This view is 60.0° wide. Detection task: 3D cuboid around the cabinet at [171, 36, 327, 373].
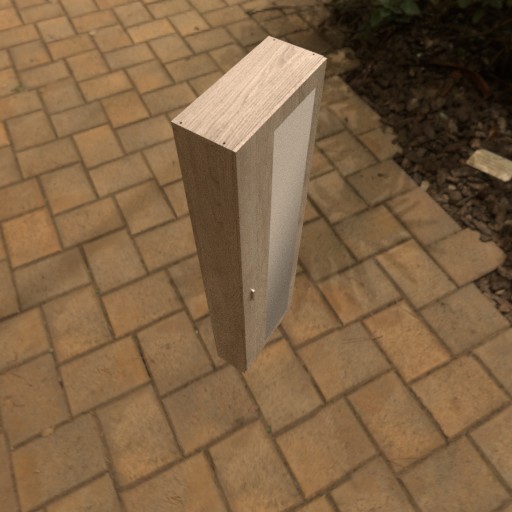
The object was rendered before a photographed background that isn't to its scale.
[{"bbox_3d":[0.000,0.000,2.046,0.230,1.790,0.500,29,61,18],"label":"cabinet"}]
